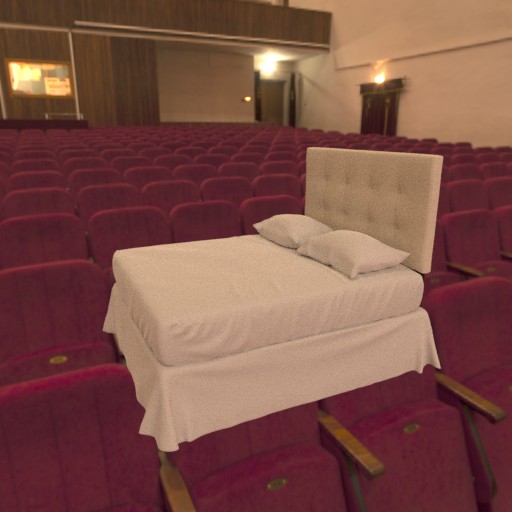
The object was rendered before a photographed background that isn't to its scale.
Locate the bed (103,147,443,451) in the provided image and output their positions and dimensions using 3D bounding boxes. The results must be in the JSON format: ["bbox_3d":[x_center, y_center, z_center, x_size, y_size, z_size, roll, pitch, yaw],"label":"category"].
[{"bbox_3d":[0.000,0.000,3.476,2.222,1.577,1.936,-8,18,-25],"label":"bed"}]
